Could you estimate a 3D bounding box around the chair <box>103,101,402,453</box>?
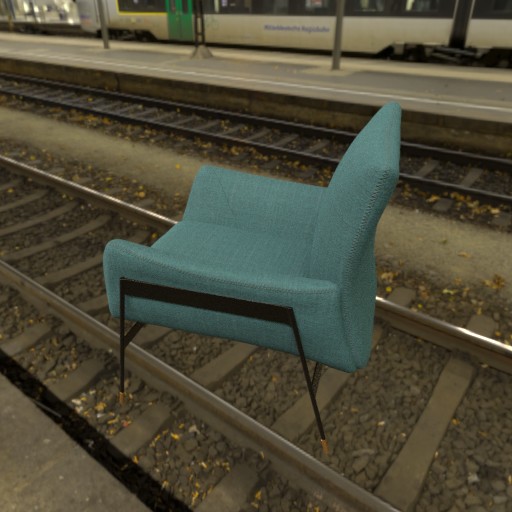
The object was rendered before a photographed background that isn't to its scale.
[{"bbox_3d":[0.000,0.000,1.398,0.769,0.859,0.678,8,31,14],"label":"chair"}]
